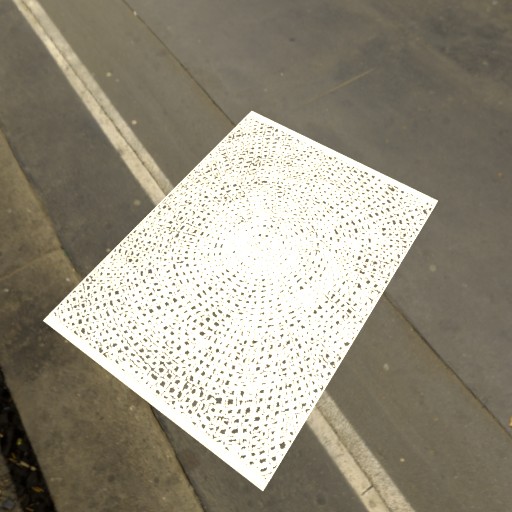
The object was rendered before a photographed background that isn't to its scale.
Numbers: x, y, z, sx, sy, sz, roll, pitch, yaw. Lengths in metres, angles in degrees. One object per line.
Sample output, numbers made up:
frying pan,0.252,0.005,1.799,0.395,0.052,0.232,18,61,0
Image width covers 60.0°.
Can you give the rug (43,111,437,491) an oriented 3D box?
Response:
rug,0.000,0.000,2.155,1.190,0.003,1.634,31,64,17
